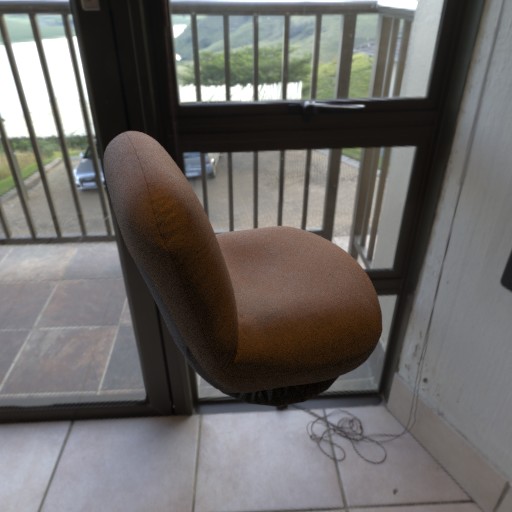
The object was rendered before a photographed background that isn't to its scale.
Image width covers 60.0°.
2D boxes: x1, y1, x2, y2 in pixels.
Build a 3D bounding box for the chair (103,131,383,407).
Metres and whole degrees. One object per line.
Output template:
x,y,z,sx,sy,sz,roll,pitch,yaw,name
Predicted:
0.000,0.000,1.044,0.597,0.594,0.521,-12,34,-18,chair
